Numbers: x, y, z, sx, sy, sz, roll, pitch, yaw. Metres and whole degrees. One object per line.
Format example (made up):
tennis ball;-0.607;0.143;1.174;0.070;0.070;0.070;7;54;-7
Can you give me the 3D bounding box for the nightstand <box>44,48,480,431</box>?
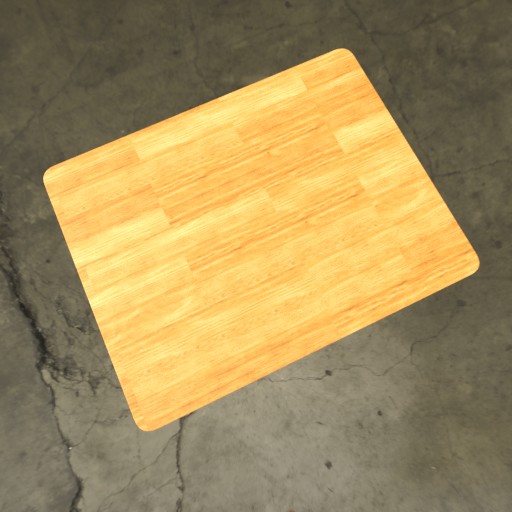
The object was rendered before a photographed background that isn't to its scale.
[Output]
nightstand;0.000;0.000;0.919;0.560;0.470;0.440;-25;77;-6
